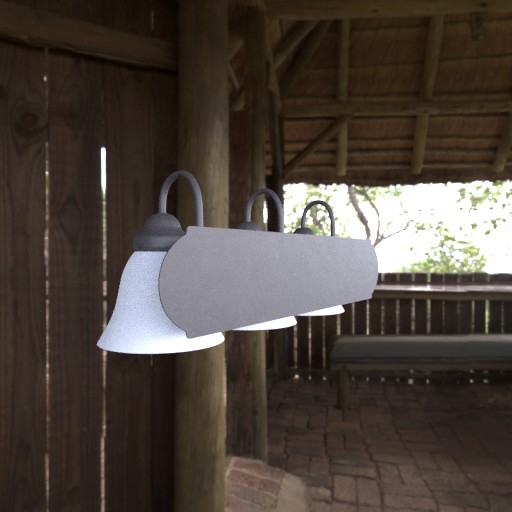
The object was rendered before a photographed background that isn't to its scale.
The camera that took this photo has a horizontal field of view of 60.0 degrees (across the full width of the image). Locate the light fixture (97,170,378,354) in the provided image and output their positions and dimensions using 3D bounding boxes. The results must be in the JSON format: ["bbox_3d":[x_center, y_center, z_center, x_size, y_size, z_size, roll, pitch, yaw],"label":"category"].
[{"bbox_3d":[0.000,0.000,0.738,0.199,0.222,0.610,0,0,35],"label":"light fixture"}]
